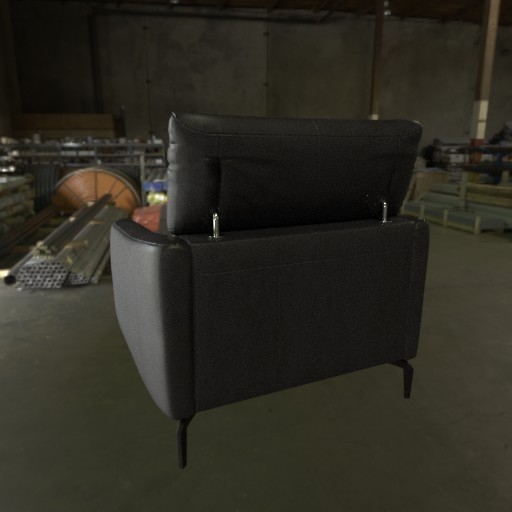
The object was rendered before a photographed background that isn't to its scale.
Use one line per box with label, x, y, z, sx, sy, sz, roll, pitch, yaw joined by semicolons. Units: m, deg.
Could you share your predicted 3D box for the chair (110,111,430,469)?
chair;0.000;0.000;1.632;0.976;0.949;0.809;-7;15;-24
